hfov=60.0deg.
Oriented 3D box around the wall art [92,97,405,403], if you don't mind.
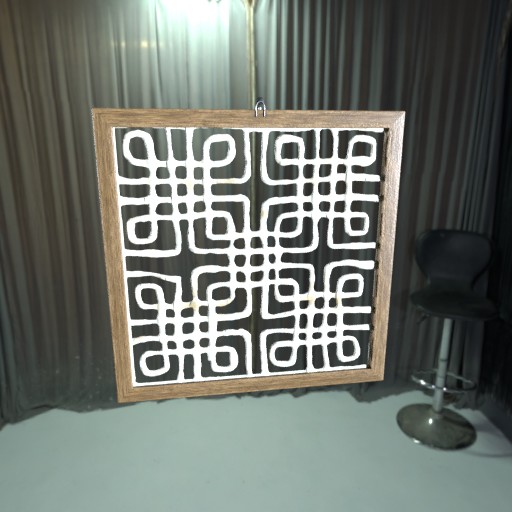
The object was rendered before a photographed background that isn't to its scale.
[{"bbox_3d":[0.000,0.000,0.861,0.561,0.582,0.021,-2,15,-9],"label":"wall art"}]
